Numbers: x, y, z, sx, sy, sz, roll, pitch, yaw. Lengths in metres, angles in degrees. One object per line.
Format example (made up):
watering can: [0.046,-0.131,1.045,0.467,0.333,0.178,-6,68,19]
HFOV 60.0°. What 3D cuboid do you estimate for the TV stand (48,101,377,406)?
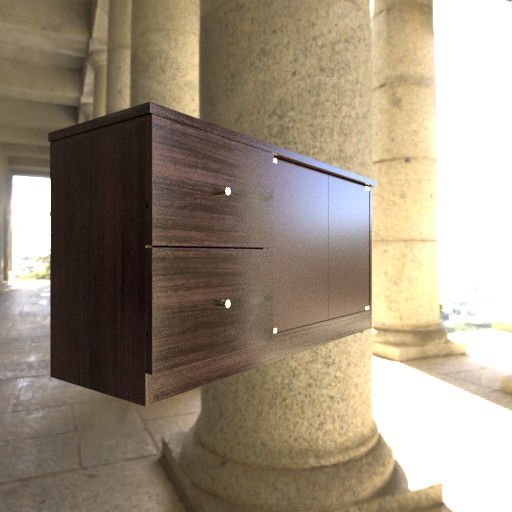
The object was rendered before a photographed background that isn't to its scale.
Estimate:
TV stand: [0.000,0.000,1.462,0.404,0.614,1.192,0,0,37]
